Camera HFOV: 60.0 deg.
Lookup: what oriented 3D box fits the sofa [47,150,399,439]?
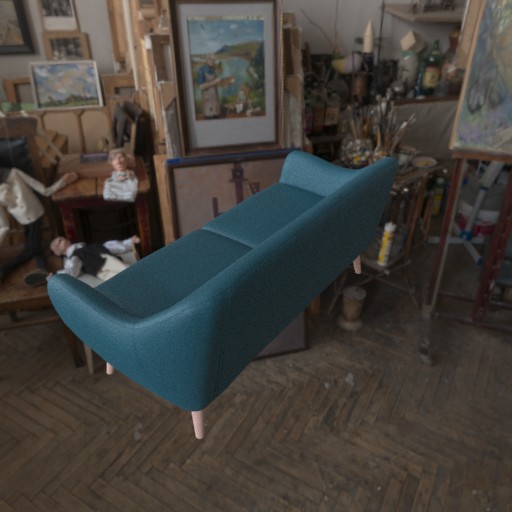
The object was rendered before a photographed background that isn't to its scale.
[{"bbox_3d":[0.000,0.000,2.295,0.820,0.836,1.840,23,40,30],"label":"sofa"}]
